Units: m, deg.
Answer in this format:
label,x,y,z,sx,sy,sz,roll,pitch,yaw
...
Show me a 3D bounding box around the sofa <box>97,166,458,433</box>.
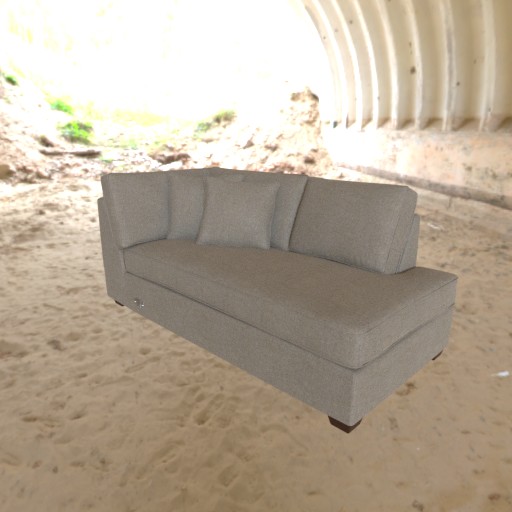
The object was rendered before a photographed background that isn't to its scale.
label,x,y,z,sx,sy,sz,roll,pitch,yaw
sofa,0.000,0.000,2.898,2.238,1.019,1.110,16,23,42
